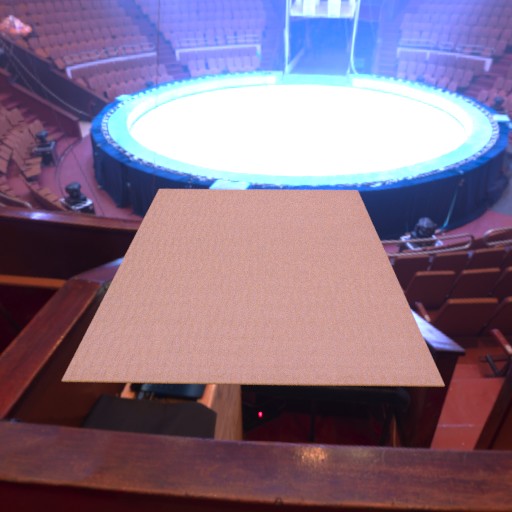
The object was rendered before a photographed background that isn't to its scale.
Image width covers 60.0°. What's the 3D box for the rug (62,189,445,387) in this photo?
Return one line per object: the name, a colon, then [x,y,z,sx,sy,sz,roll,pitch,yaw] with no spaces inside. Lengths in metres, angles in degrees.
rug: [0.000,0.000,4.077,2.410,0.021,3.055,1,32,1]
